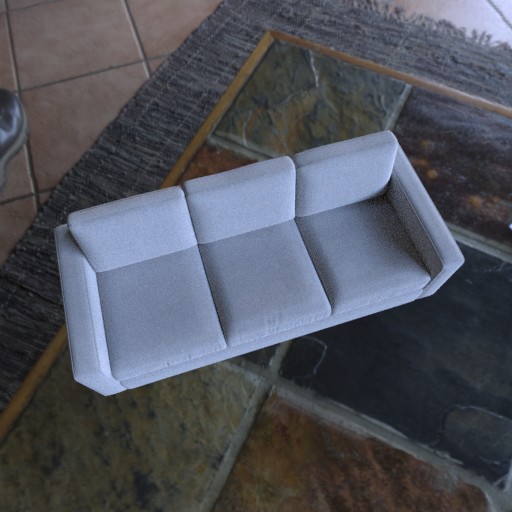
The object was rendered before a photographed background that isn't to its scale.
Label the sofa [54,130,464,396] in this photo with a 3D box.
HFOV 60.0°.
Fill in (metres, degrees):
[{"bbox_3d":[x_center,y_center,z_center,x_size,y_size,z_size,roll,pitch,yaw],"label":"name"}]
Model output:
[{"bbox_3d":[0.000,0.000,2.576,2.120,0.800,0.900,-16,65,-8],"label":"sofa"}]
